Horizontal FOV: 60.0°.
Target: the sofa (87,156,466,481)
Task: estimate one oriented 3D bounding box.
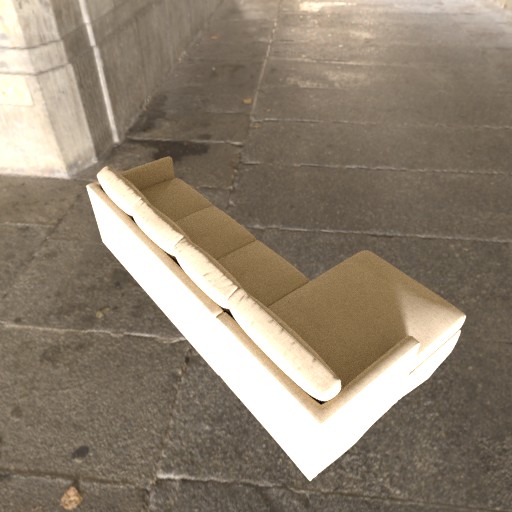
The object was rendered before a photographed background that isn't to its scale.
[{"bbox_3d":[0.000,0.000,3.903,1.650,0.922,3.205,-28,48,-28],"label":"sofa"}]
